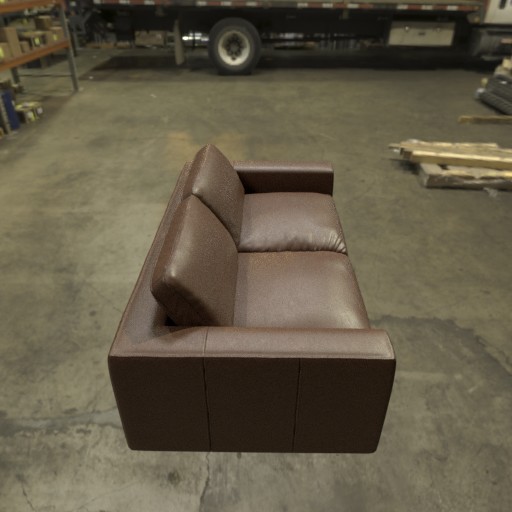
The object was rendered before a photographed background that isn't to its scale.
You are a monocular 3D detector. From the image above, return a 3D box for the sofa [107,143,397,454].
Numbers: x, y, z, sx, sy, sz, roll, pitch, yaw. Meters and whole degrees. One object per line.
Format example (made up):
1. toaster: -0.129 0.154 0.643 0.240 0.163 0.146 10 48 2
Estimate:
1. sofa: 0.000 0.000 2.448 1.070 0.800 1.920 1 33 1
